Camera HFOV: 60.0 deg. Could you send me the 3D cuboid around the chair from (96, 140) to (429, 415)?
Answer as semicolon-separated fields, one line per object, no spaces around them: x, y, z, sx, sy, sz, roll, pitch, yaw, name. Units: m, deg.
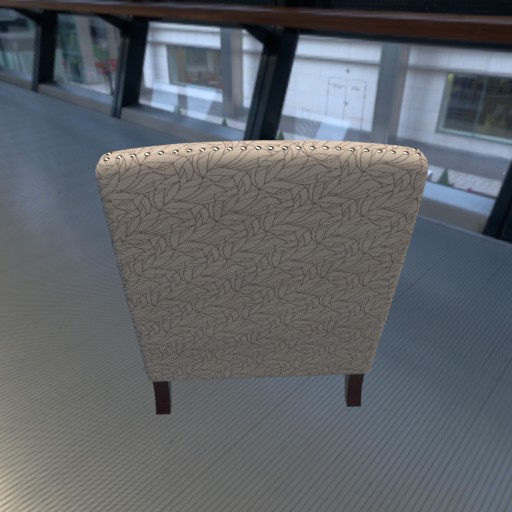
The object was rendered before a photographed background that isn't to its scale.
0.000;0.000;1.273;0.623;0.816;0.651;-1;30;-3;chair
